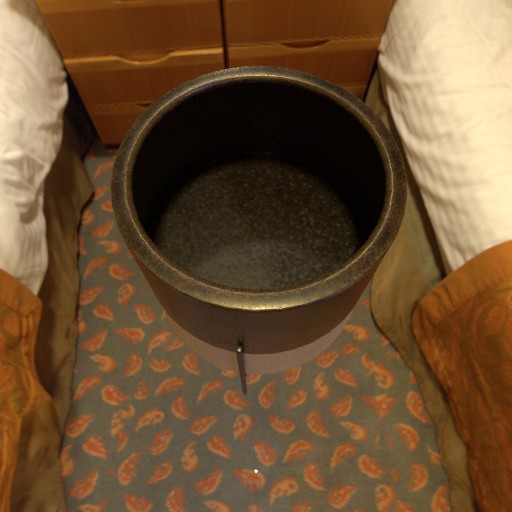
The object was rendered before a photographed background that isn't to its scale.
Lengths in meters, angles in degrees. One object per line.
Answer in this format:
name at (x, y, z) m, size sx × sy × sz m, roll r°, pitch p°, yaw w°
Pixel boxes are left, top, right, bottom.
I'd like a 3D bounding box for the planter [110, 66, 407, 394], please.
planter at (0.000, 0.000, 0.721) m, size 0.354 × 0.465 × 0.345 m, roll 35°, pitch 69°, yaw 16°
